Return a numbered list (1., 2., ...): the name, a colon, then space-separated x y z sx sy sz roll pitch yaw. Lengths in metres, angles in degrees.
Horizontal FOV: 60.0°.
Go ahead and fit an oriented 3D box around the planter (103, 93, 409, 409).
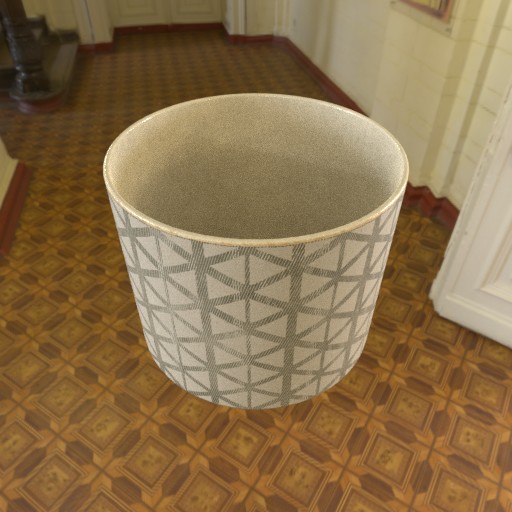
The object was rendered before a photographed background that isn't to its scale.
1. planter: 0.000 0.000 0.451 0.250 0.239 0.250 0 41 0
